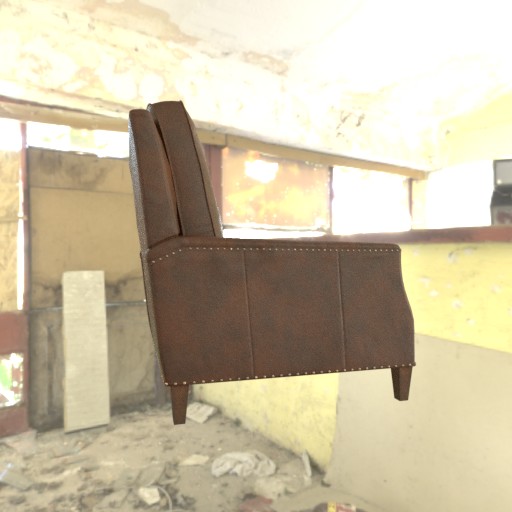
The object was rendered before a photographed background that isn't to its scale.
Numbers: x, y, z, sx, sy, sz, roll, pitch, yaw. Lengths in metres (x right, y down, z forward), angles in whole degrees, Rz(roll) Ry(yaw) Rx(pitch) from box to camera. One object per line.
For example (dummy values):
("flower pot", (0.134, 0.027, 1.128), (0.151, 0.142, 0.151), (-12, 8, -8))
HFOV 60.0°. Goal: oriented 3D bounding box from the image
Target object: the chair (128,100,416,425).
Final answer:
("chair", (0.000, 0.000, 1.877), (1.035, 1.054, 0.854), (0, 1, -16))
